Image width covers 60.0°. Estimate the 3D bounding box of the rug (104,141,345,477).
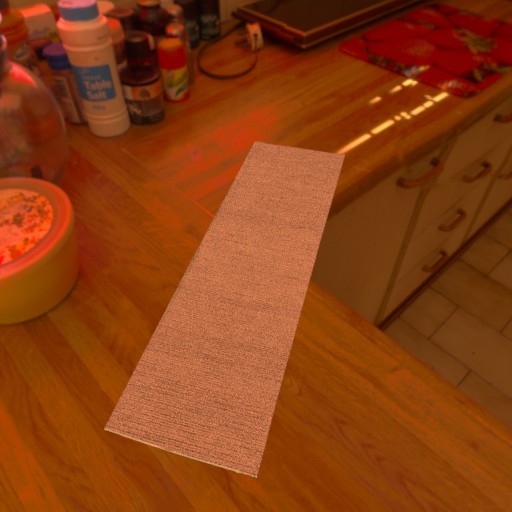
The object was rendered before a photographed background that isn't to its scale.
[{"bbox_3d":[0.000,0.000,2.596,0.692,0.032,2.320,12,49,11],"label":"rug"}]
